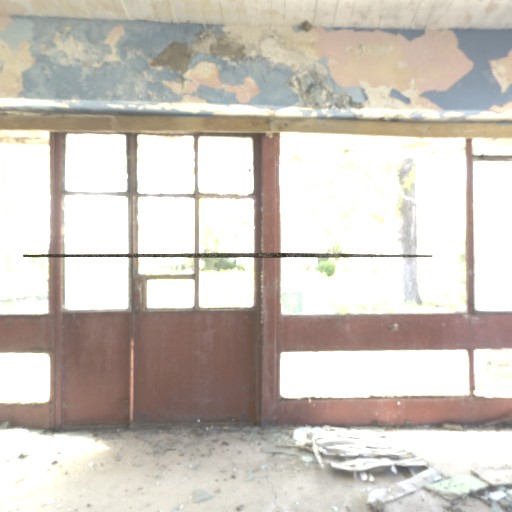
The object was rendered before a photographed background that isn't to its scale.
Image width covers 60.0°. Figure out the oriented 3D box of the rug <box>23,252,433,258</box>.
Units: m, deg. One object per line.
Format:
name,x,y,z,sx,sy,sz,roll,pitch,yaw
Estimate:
rug,0.000,0.000,4.032,2.401,0.025,3.000,0,0,34
